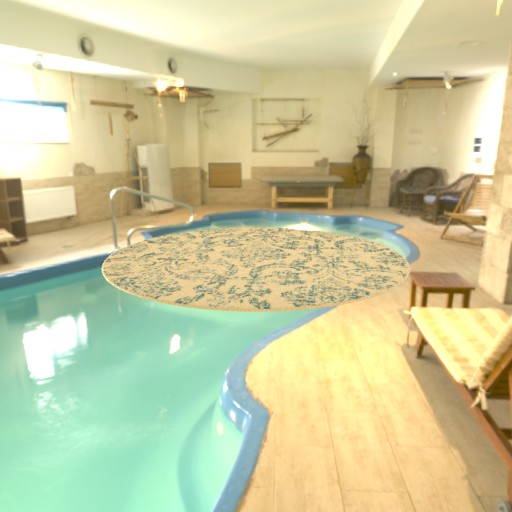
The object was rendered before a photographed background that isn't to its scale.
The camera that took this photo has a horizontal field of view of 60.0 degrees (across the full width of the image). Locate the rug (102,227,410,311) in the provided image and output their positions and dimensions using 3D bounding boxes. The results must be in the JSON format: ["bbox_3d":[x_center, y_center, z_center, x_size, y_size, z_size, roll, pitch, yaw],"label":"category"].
[{"bbox_3d":[0.000,0.000,2.414,1.593,0.012,1.593,0,15,0],"label":"rug"}]
